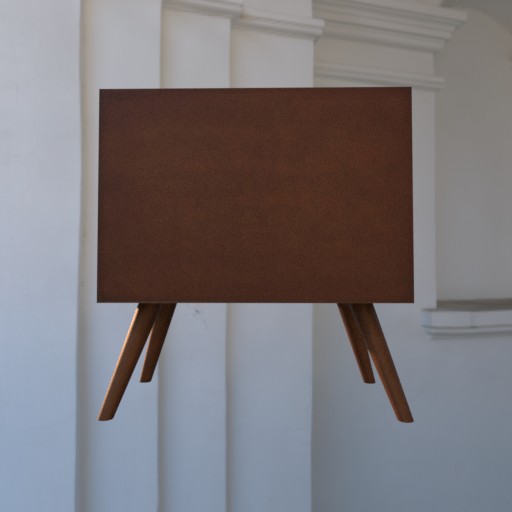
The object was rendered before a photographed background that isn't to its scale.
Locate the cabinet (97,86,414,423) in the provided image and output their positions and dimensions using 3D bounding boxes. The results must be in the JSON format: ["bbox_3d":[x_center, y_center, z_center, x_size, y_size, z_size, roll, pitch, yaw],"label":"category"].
[{"bbox_3d":[0.000,0.000,1.184,0.712,0.748,0.388,0,-2,1],"label":"cabinet"}]
